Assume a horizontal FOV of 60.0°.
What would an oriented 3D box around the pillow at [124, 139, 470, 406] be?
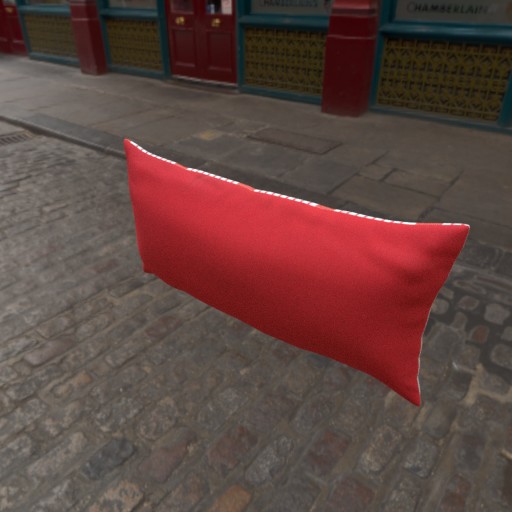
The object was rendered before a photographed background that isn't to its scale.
[{"bbox_3d":[0.000,0.000,0.733,0.608,0.297,0.151,21,36,31],"label":"pillow"}]
